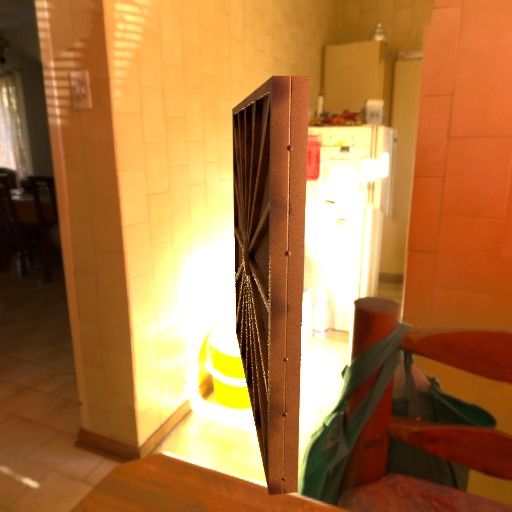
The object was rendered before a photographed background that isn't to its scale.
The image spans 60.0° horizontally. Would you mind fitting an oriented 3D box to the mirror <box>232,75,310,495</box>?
[{"bbox_3d":[0.000,0.000,0.754,0.042,0.507,0.509,-2,15,-7],"label":"mirror"}]
